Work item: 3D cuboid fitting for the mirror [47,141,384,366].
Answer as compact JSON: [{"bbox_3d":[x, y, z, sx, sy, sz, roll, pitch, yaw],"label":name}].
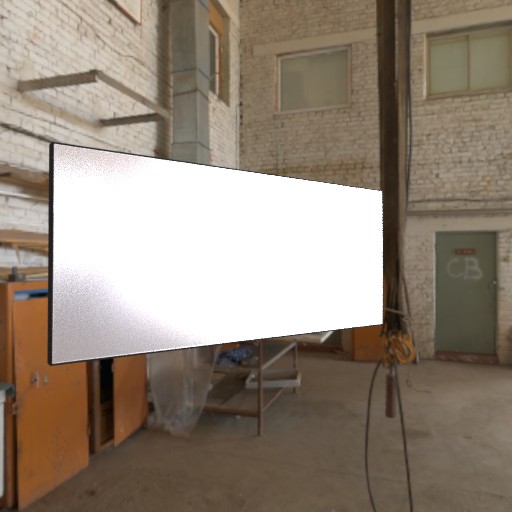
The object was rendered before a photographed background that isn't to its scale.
[{"bbox_3d":[0.000,0.000,1.843,1.584,0.692,0.047,1,-1,-36],"label":"mirror"}]
